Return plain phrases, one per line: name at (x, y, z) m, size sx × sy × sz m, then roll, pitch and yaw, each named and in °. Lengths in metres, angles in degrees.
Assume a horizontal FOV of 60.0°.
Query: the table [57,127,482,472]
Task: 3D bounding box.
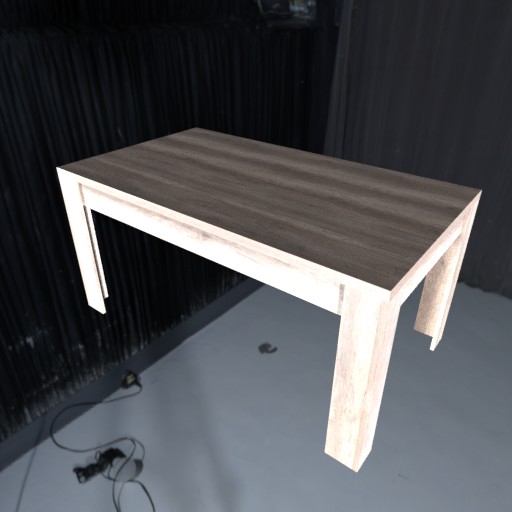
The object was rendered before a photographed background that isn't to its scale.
table at (0.000, 0.000, 2.094) m, size 1.600 × 0.775 × 0.900 m, roll 21°, pitch 37°, yaw 32°
